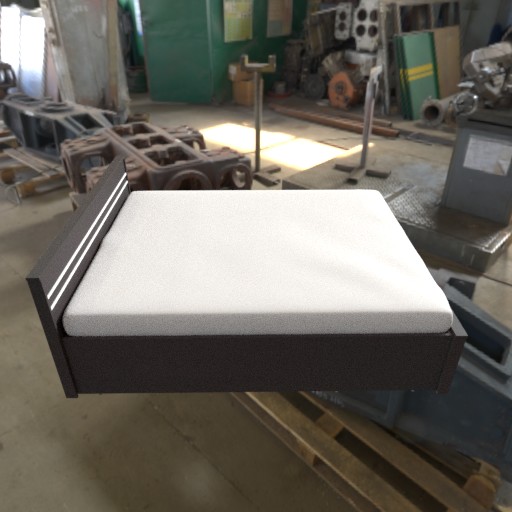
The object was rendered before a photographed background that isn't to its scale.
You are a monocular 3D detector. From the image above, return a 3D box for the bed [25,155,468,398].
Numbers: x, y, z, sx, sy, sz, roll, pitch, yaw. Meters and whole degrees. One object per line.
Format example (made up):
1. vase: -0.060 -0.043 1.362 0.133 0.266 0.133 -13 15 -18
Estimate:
1. bed: 0.000 0.000 2.916 2.103 0.808 1.634 0 32 -1
